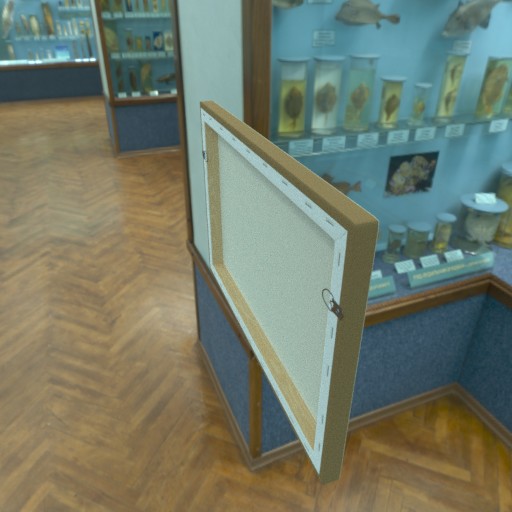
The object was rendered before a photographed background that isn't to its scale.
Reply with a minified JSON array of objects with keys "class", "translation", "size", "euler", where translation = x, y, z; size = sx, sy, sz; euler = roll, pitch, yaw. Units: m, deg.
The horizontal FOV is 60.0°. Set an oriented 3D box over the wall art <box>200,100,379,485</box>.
[{"class":"wall art","translation":[0.000,0.000,0.478],"size":[0.019,0.254,0.380],"euler":[-10,32,-17]}]
